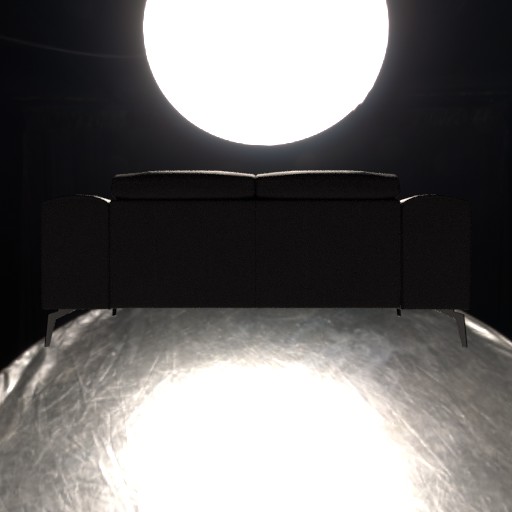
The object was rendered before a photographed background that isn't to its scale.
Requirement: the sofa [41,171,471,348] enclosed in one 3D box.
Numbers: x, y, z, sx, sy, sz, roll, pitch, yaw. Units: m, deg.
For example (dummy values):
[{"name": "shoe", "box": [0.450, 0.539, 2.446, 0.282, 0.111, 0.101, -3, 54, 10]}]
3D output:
[{"name": "sofa", "box": [0.000, 0.000, 2.402, 1.895, 0.779, 1.003, 0, 1, 0]}]
